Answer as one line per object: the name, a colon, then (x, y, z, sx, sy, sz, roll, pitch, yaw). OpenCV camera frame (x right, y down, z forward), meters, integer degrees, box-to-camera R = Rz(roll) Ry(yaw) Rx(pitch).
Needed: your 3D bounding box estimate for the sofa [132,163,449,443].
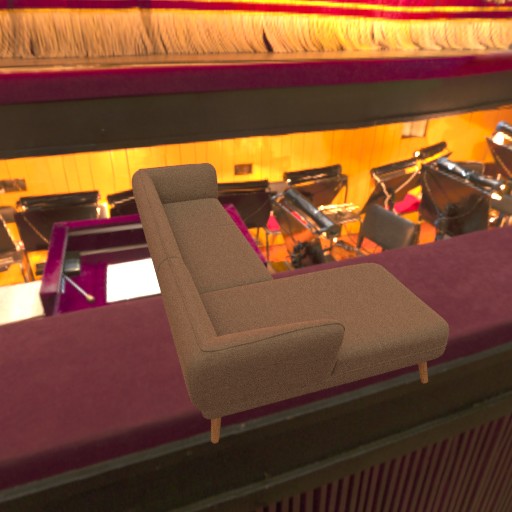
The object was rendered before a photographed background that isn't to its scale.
sofa: (0.000, 0.000, 3.318, 1.532, 0.693, 2.653, -10, 31, -16)
